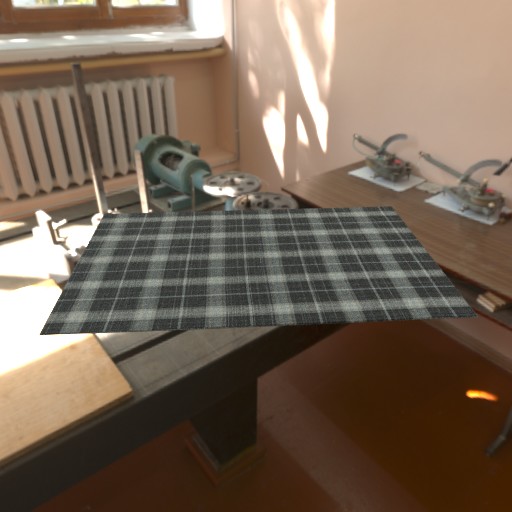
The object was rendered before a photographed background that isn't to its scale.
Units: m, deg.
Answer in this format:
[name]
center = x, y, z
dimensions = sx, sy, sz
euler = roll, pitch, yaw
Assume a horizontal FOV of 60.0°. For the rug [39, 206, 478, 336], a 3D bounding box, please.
[rug]
center = 0.000, 0.000, 3.087
dimensions = 2.434, 0.015, 1.520
euler = -2, 31, -3
